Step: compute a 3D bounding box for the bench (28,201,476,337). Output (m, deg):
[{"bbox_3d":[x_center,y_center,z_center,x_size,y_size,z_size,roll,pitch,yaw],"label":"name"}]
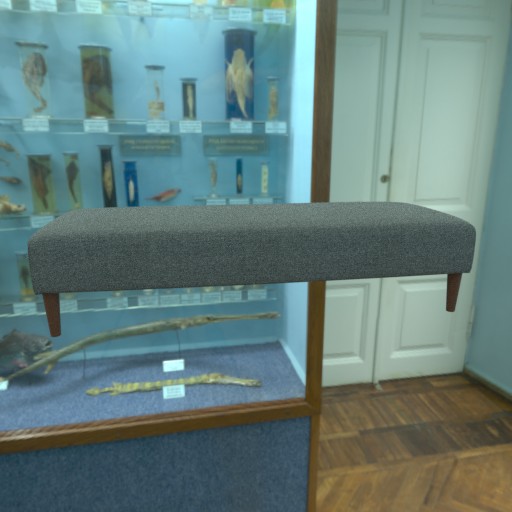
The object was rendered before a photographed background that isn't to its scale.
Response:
[{"bbox_3d":[0.000,0.000,1.861,1.598,0.384,0.631,-2,15,-9],"label":"bench"}]
